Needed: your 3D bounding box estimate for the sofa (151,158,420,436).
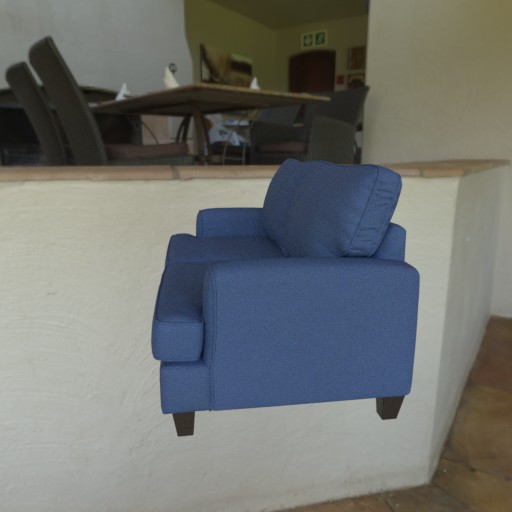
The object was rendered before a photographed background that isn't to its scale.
[{"bbox_3d":[0.000,0.000,2.280,0.965,0.965,1.651,-2,13,-8],"label":"sofa"}]
